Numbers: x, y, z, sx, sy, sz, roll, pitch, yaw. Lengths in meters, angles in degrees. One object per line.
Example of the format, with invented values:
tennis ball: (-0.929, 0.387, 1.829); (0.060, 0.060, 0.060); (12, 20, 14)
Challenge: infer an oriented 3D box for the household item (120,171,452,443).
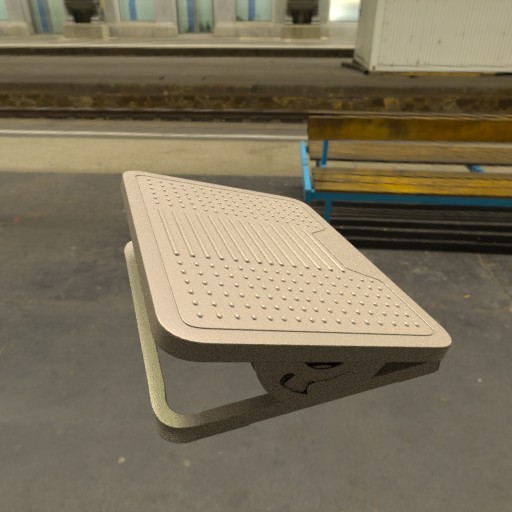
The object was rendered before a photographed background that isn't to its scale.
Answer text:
household item: (0.000, 0.000, 0.539); (0.301, 0.126, 0.390); (-10, 32, -16)
